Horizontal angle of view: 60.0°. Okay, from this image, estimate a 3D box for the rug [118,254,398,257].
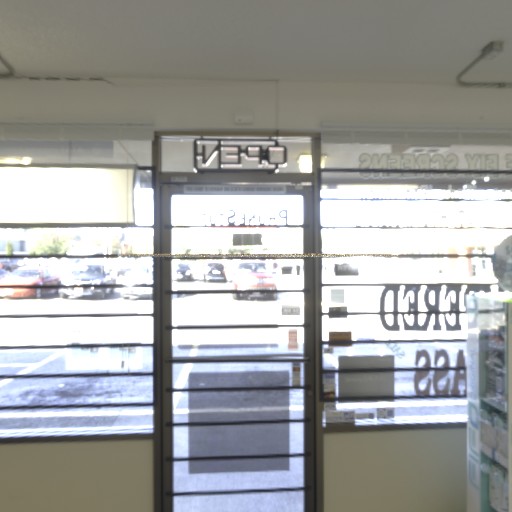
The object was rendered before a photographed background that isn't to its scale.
[{"bbox_3d":[0.000,0.000,2.976,1.520,0.006,2.432,0,0,-1],"label":"rug"}]
